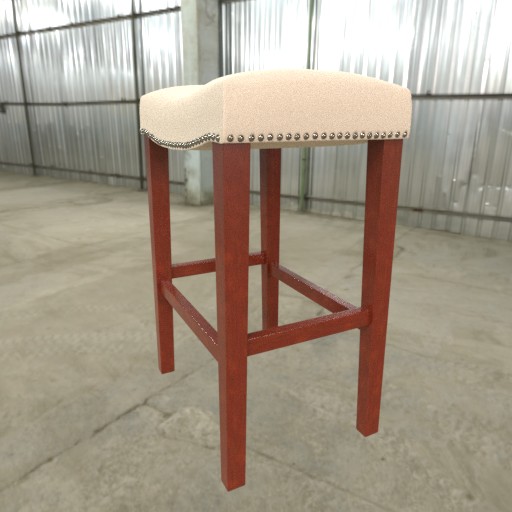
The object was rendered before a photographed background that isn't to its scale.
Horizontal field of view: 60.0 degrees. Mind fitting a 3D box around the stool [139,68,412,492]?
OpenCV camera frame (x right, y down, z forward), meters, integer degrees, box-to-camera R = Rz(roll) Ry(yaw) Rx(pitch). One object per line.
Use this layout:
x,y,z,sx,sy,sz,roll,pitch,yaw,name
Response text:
0.000,0.000,0.999,0.372,0.742,0.504,-9,19,-26,stool
